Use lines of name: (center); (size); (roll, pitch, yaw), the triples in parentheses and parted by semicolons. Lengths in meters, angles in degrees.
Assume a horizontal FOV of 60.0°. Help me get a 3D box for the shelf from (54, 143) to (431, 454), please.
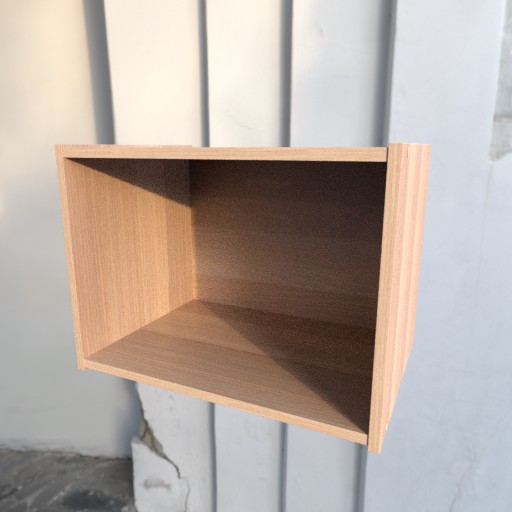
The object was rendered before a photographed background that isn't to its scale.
shelf: (0.000, 0.000, 0.625); (0.415, 0.305, 0.290); (6, 15, 25)
